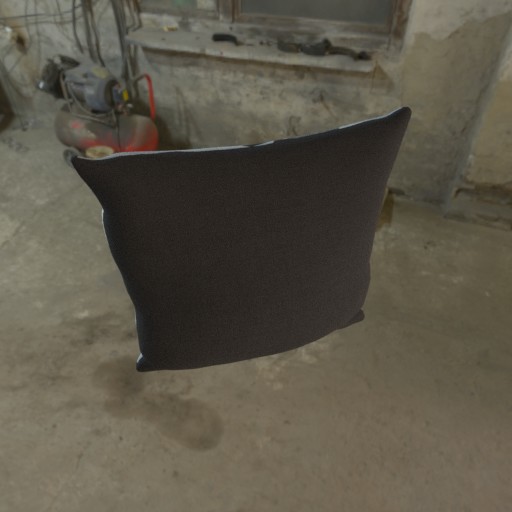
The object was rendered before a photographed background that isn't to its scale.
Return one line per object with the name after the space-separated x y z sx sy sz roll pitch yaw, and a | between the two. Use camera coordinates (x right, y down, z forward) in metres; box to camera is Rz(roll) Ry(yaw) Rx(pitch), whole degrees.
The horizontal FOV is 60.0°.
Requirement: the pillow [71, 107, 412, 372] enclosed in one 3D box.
0.000 0.000 0.784 0.503 0.496 0.208 -11 43 -12 | pillow
